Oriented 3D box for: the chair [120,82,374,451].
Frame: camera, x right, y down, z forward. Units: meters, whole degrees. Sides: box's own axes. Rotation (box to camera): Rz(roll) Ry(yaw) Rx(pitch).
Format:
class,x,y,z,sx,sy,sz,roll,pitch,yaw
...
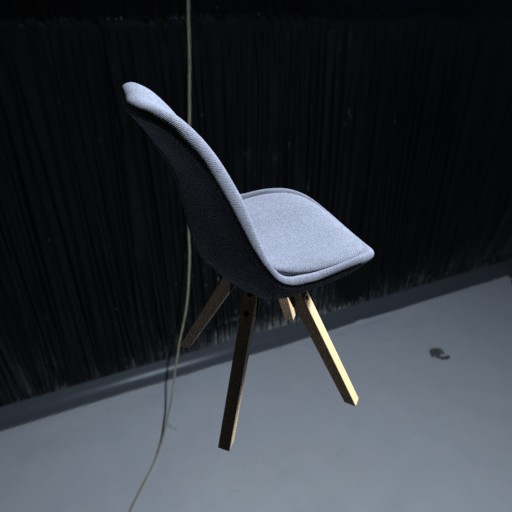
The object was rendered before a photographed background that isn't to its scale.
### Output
class,x,y,z,sx,sy,sz,roll,pitch,yaw
chair,0.000,0.000,1.160,0.550,0.850,0.485,-12,33,-19
